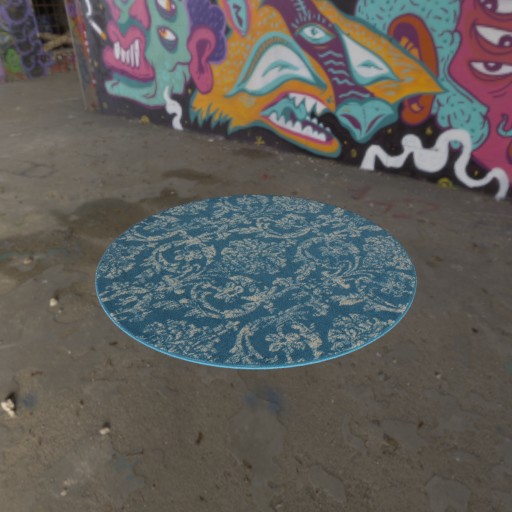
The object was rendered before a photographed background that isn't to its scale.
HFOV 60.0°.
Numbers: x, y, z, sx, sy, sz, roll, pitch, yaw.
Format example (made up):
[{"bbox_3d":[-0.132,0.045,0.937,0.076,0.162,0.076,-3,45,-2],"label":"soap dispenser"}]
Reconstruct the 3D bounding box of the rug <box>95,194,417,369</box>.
[{"bbox_3d":[0.000,0.000,2.301,1.593,0.012,1.593,0,31,0],"label":"rug"}]
